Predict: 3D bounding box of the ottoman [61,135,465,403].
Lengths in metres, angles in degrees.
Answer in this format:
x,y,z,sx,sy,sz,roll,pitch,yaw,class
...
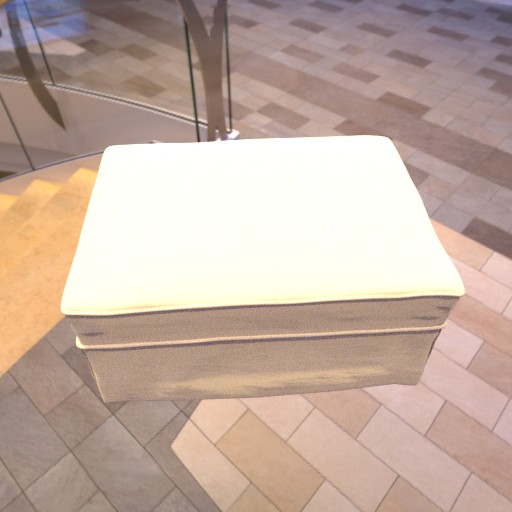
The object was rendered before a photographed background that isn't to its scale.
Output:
x,y,z,sx,sy,sz,roll,pitch,yaw,class
0.000,0.000,1.327,0.944,0.479,0.703,-3,48,-3,ottoman
